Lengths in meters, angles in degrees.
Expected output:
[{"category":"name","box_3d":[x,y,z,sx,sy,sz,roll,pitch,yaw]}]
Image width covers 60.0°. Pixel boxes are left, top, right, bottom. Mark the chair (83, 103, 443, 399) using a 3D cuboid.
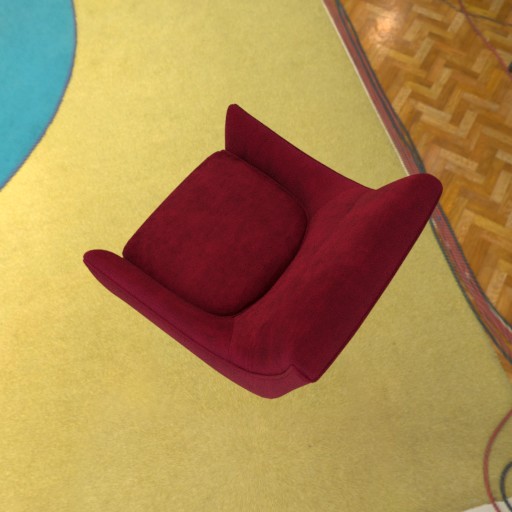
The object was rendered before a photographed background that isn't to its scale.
[{"category":"chair","box_3d":[0.000,0.000,1.481,0.787,0.838,0.762,34,70,14]}]
